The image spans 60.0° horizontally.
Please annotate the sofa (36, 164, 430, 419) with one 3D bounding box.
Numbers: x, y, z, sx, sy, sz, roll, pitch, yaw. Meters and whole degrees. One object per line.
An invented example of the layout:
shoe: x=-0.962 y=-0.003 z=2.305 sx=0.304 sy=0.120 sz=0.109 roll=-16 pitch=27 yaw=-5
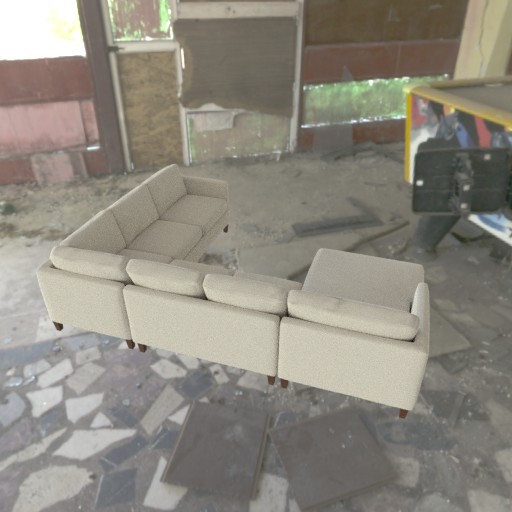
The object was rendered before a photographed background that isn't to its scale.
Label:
sofa: x=0.000 y=0.000 z=4.742 sx=3.459 sy=0.956 sz=2.593 roll=10 pitch=33 yaw=16
